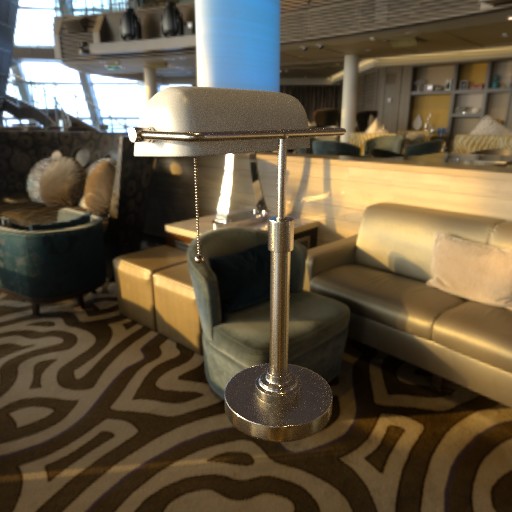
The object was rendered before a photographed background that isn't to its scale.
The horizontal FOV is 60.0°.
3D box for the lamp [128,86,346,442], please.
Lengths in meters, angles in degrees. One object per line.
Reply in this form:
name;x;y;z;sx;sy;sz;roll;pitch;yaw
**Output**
lamp;0.000;0.000;0.566;0.227;0.404;0.269;16;24;42
